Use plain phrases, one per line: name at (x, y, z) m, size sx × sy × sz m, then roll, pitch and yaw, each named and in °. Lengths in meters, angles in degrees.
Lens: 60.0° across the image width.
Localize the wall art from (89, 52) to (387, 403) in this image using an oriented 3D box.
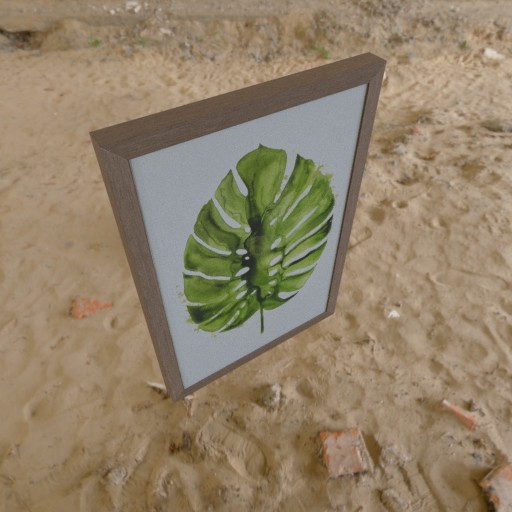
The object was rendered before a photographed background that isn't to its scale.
wall art at (0.000, 0.000, 0.663) m, size 0.358 × 0.510 × 0.032 m, roll -25°, pitch 51°, yaw -22°
